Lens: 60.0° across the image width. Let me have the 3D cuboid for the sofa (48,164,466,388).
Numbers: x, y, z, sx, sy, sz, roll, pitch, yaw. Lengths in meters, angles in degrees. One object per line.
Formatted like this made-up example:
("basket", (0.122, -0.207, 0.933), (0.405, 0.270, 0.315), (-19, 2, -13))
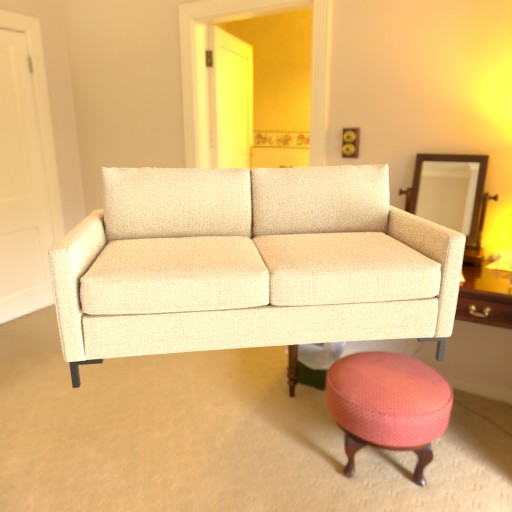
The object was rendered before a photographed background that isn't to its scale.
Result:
("sofa", (0.000, 0.000, 2.107), (1.651, 0.812, 0.839), (-2, 16, -7))
